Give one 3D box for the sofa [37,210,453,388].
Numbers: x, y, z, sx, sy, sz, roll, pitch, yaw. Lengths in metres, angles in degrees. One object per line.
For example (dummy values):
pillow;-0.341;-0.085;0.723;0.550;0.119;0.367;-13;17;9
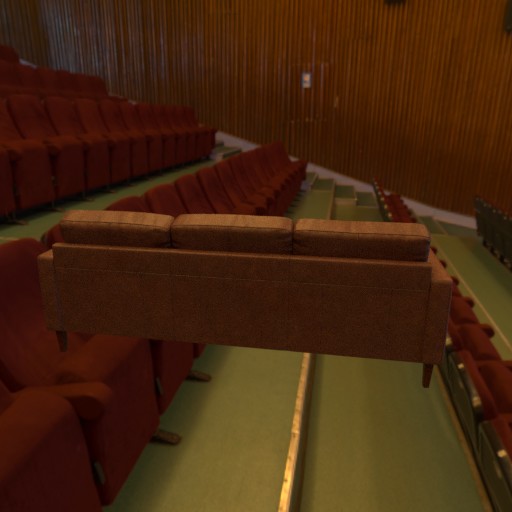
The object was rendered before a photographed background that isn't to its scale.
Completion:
sofa;0.000;0.000;3.030;2.185;0.841;1.613;3;18;10
